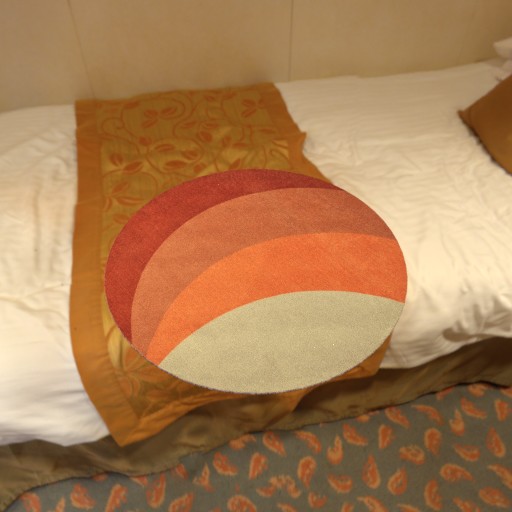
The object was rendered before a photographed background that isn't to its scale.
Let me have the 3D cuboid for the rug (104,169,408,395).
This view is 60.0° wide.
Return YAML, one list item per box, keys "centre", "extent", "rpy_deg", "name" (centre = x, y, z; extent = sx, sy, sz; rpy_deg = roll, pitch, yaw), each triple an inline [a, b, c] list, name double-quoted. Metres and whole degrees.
- centre: [0.000, 0.000, 2.274]
  extent: [1.514, 0.015, 1.514]
  rpy_deg: [0, 46, 0]
  name: "rug"
